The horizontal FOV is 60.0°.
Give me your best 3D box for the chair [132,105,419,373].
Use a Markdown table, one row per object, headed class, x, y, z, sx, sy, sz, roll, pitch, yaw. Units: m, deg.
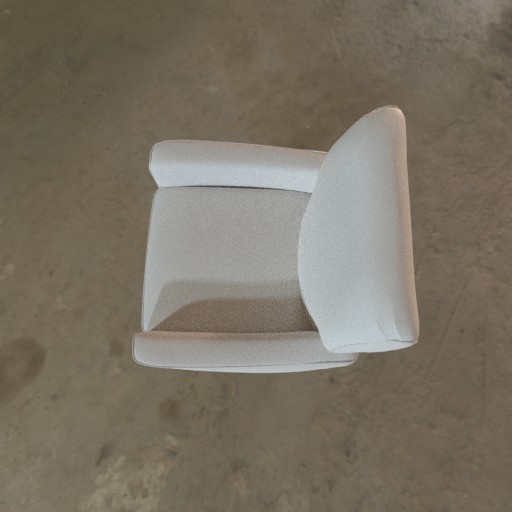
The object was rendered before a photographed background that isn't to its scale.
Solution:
| class | x | y | z | sx | sy | sz | roll | pitch | yaw |
| --- | --- | --- | --- | --- | --- | --- | --- | --- | --- |
| chair | 0.000 | 0.000 | 1.650 | 0.858 | 1.028 | 0.841 | 1 | 75 | 0 |
